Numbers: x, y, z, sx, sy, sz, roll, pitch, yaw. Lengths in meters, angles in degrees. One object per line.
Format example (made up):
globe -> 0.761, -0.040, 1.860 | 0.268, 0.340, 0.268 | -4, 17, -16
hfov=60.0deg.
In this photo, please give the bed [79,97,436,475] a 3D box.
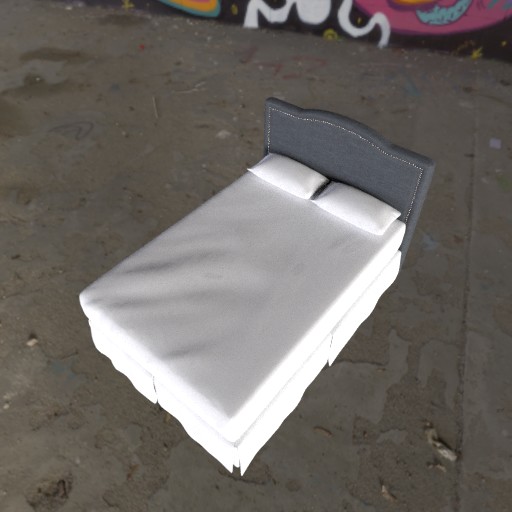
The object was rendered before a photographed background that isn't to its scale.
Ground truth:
bed -> 0.000, 0.000, 3.651 | 1.747, 1.441, 2.507 | 31, 54, 26
